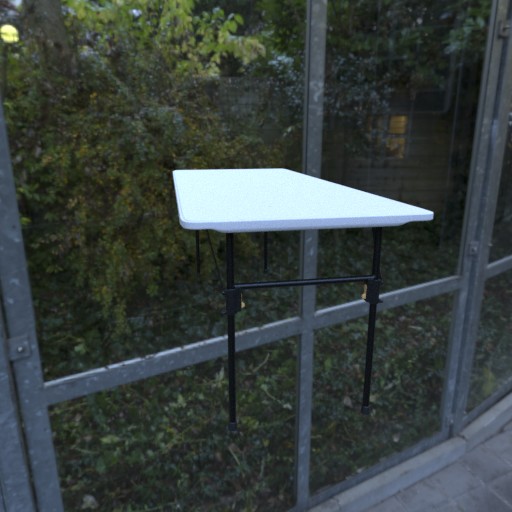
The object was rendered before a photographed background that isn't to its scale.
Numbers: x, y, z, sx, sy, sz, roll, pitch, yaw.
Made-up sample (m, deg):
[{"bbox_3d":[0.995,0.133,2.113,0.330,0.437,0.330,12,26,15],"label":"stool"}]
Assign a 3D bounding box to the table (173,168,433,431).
[{"bbox_3d":[0.000,0.000,2.207,0.761,0.719,1.829,-3,16,-11],"label":"table"}]
